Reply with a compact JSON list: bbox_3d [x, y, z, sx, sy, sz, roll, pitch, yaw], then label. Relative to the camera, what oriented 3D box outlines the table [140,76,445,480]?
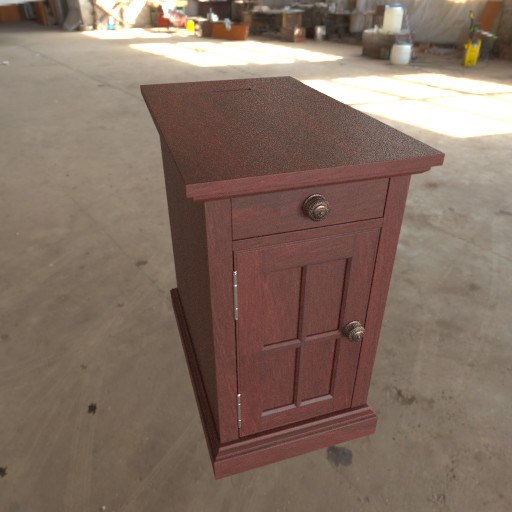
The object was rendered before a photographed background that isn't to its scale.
[{"bbox_3d":[0.000,0.000,0.955,0.356,0.612,0.584,-10,33,-15],"label":"table"}]
